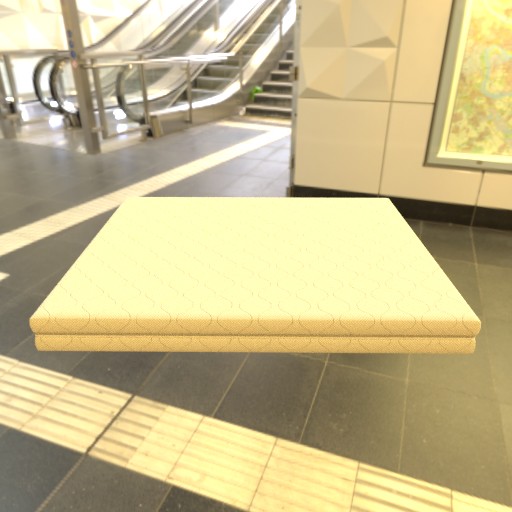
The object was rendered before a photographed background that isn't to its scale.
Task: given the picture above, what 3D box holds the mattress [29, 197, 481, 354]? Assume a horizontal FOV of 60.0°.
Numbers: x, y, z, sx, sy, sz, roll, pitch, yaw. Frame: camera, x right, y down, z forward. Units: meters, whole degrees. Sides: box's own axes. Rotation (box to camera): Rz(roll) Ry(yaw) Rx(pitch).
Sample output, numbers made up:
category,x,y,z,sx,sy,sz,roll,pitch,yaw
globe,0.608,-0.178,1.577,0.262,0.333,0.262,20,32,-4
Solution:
category,x,y,z,sx,sy,sz,roll,pitch,yaw
mattress,0.000,0.000,2.695,2.000,0.200,1.600,0,27,1
